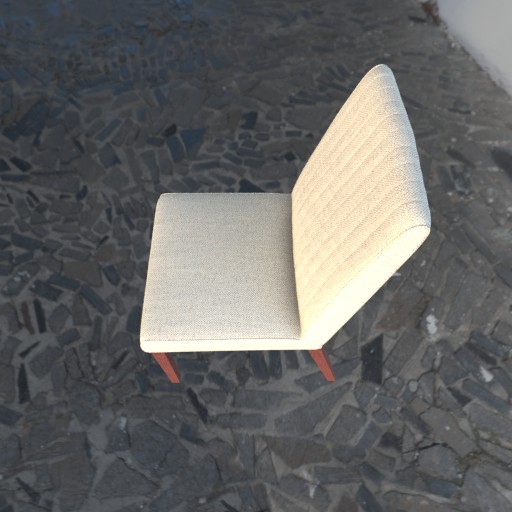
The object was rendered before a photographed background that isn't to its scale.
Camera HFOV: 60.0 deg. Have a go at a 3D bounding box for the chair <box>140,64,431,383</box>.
[{"bbox_3d":[0.000,0.000,1.199,0.594,0.900,0.480,-1,59,0],"label":"chair"}]
